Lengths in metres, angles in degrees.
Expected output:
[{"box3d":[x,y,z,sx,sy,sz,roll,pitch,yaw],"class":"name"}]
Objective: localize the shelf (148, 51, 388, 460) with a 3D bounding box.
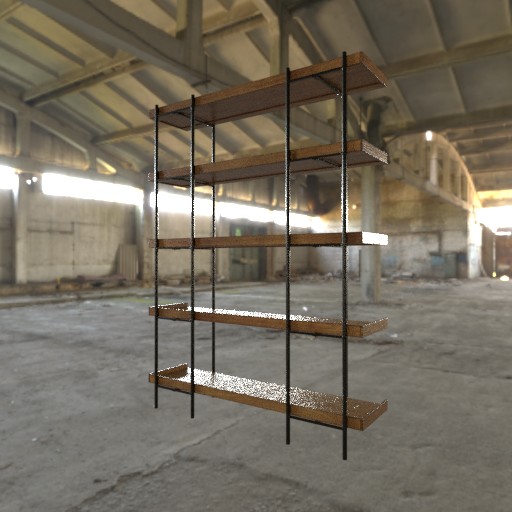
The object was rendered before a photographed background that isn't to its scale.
[{"box3d":[0.000,0.000,2.479,1.371,1.826,0.379,0,-1,34],"class":"shelf"}]
